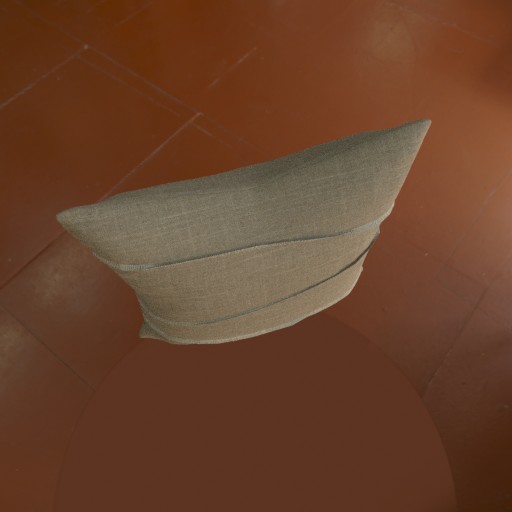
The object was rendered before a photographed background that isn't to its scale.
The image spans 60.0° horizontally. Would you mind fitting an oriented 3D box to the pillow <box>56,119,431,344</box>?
[{"bbox_3d":[0.000,0.000,0.632,0.424,0.400,0.169,-16,64,-8],"label":"pillow"}]
